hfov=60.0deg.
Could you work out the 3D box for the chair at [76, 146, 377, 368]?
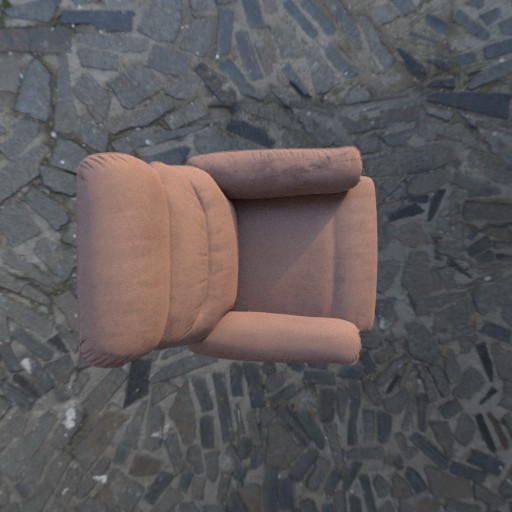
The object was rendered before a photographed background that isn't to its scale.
[{"bbox_3d":[0.000,0.000,1.716,1.004,1.037,0.820,0,92,0],"label":"chair"}]
